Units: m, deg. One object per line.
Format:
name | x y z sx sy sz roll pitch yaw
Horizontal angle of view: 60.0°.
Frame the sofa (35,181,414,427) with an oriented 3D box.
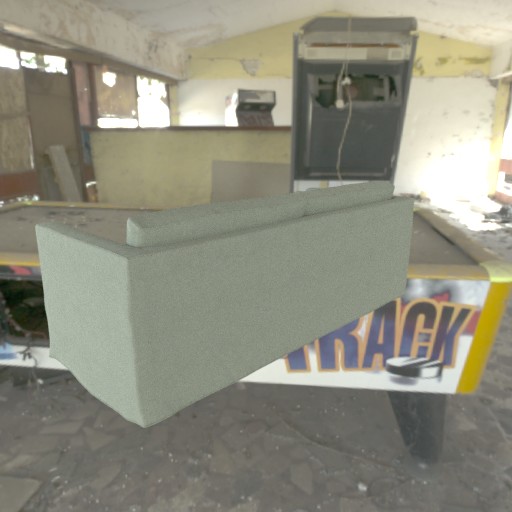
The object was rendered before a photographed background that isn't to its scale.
sofa | 0.000 0.000 2.776 0.962 0.853 2.312 15 21 43
